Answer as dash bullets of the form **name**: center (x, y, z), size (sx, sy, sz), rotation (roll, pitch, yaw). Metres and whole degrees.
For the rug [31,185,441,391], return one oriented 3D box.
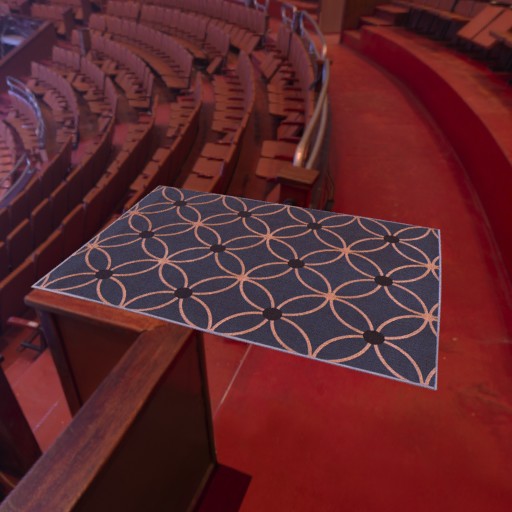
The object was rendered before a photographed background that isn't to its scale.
- **rug**: center (0.000, 0.000, 2.896), size (2.284, 0.008, 1.522), rotation (11, 35, 16)
